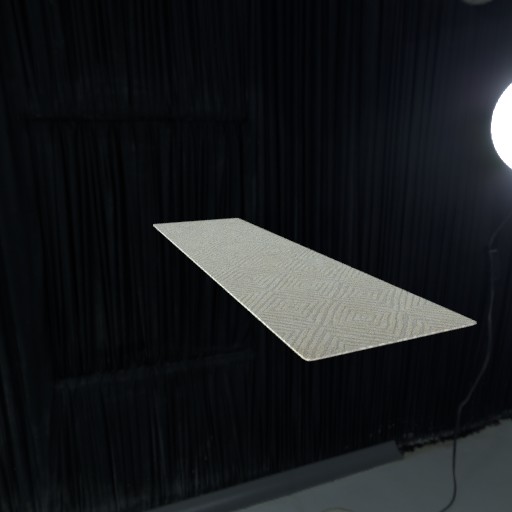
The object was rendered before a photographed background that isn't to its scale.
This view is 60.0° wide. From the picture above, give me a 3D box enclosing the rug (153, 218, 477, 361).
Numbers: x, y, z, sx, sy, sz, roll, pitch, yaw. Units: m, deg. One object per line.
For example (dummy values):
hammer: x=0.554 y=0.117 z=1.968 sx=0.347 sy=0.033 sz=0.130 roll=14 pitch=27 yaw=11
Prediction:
rug: x=0.000 y=0.000 z=2.404 sx=0.676 sy=0.008 sz=2.277 roll=-6 pitch=16 yaw=-23
